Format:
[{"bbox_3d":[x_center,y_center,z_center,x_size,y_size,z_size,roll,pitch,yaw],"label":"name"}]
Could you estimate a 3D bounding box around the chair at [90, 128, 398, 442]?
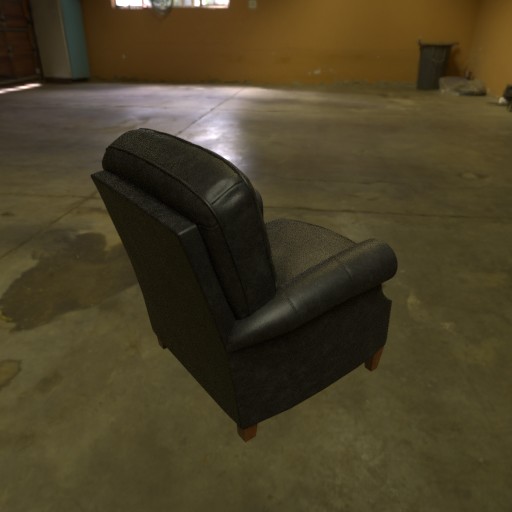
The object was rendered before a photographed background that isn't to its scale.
[{"bbox_3d":[0.000,0.000,1.758,0.986,1.018,0.936,-18,32,-32],"label":"chair"}]
